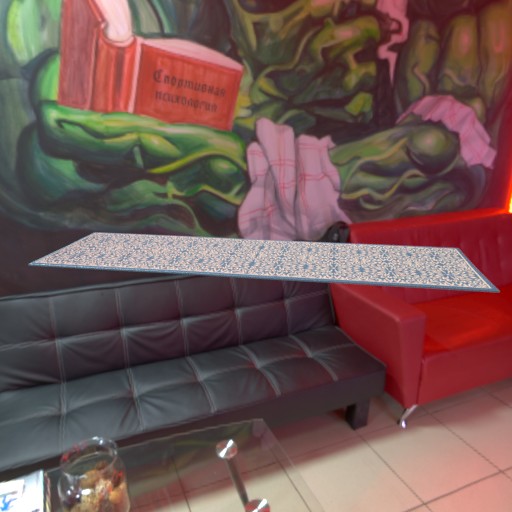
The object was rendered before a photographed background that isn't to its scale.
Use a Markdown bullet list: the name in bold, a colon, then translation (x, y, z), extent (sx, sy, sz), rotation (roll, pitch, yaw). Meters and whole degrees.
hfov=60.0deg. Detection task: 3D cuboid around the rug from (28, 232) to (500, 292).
- **rug**: translation (0.000, 0.000, 2.349), extent (2.196, 0.011, 0.662), rotation (3, 17, 9)
